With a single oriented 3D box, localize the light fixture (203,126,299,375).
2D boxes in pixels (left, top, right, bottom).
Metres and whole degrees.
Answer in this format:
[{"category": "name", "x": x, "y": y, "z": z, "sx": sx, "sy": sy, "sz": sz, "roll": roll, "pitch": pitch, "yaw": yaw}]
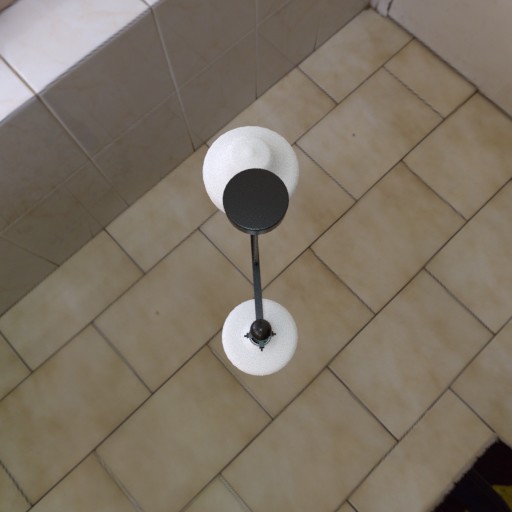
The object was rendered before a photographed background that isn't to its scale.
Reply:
[{"category": "light fixture", "x": 0.000, "y": 0.000, "z": 1.044, "sx": 0.422, "sy": 0.743, "sz": 0.489, "roll": -40, "pitch": 80, "yaw": -9}]
